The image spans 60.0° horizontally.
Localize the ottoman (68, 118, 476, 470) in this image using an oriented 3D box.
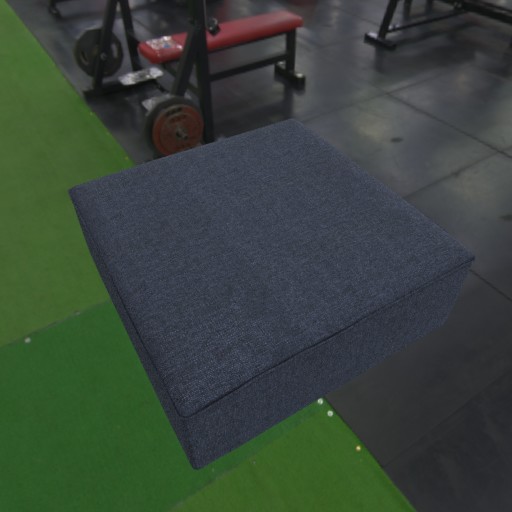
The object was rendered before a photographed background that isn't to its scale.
[{"bbox_3d":[0.000,0.000,1.595,1.017,0.423,1.023,-23,50,-21],"label":"ottoman"}]
